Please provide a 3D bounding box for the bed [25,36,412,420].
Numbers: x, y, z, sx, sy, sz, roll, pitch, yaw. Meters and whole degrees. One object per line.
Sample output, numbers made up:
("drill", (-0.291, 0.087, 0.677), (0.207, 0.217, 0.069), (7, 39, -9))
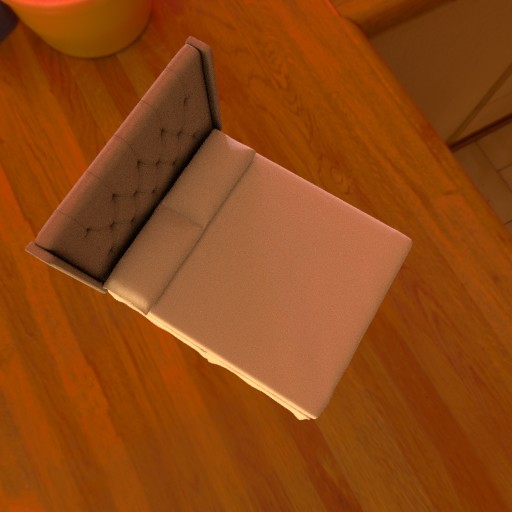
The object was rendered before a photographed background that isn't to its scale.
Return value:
("bed", (0.000, 0.000, 3.339), (2.066, 1.665, 1.719), (31, 77, 8))
